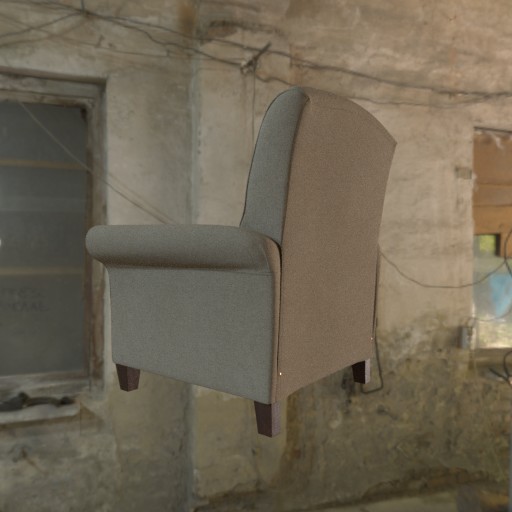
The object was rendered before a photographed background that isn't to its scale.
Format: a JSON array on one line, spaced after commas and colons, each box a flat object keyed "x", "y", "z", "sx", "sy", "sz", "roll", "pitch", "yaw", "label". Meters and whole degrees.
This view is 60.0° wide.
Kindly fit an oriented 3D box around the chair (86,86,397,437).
[{"x": 0.000, "y": 0.000, "z": 1.784, "sx": 0.905, "sy": 1.061, "sz": 0.978, "roll": 1, "pitch": 1, "yaw": 38, "label": "chair"}]
